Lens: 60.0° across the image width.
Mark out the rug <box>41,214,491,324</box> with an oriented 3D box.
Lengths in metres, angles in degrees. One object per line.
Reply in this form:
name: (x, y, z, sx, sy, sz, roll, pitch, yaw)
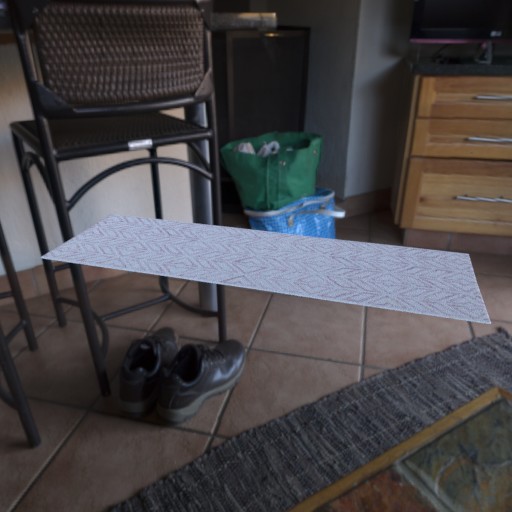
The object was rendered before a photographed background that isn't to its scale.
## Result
rug: (0.000, 0.000, 2.636, 2.435, 0.009, 0.750, 7, 27, 14)
